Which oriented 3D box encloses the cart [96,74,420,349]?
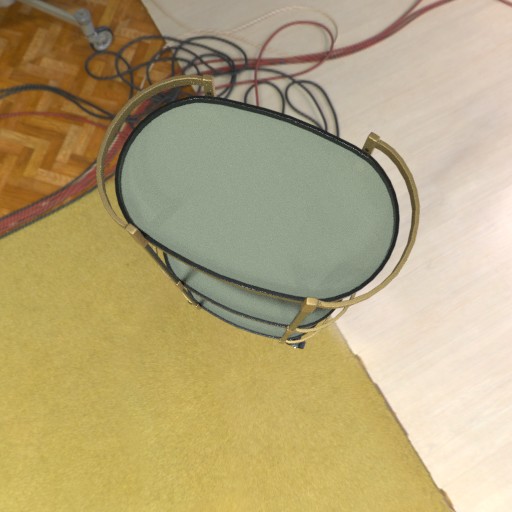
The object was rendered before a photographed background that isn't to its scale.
[{"bbox_3d":[0.000,0.000,1.114,0.515,0.885,0.311,21,76,6],"label":"cart"}]
